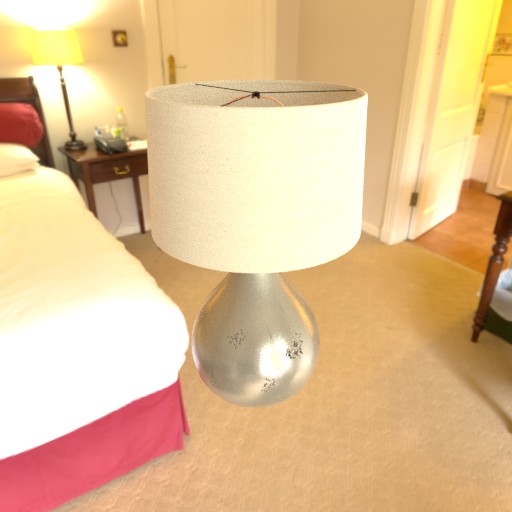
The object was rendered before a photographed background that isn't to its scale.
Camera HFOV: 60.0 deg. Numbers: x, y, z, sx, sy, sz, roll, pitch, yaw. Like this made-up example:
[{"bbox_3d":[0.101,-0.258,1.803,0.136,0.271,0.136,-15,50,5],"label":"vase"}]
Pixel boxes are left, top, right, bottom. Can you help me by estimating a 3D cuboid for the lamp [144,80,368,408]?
[{"bbox_3d":[0.000,0.000,0.741,0.330,0.521,0.330,0,27,0],"label":"lamp"}]
